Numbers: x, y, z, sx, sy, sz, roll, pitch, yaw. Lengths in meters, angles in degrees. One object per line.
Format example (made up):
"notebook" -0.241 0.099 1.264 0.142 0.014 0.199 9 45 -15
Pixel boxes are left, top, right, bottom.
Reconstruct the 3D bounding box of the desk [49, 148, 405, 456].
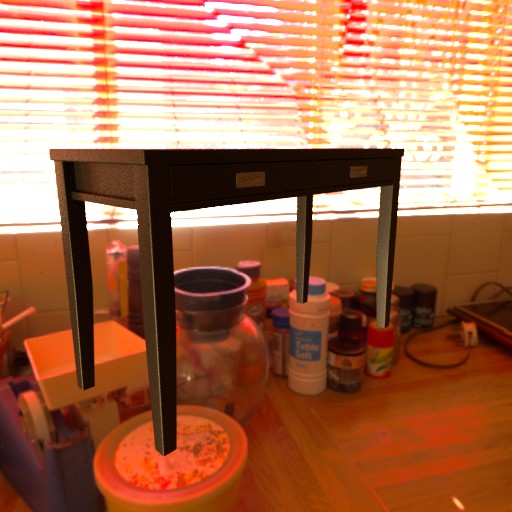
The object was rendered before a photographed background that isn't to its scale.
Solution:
"desk" 0.000 0.000 1.641 0.508 0.775 1.220 13 19 42
